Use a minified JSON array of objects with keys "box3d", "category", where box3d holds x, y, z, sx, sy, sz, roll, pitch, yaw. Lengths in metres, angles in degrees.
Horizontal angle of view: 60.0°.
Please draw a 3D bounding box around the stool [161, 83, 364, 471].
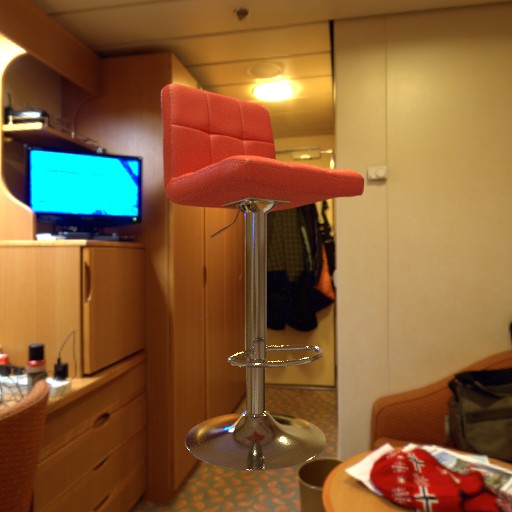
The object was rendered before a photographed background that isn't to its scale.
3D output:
[{"box3d":[0.000,0.000,1.351,0.430,1.115,0.505,0,0,-36],"category":"stool"}]
